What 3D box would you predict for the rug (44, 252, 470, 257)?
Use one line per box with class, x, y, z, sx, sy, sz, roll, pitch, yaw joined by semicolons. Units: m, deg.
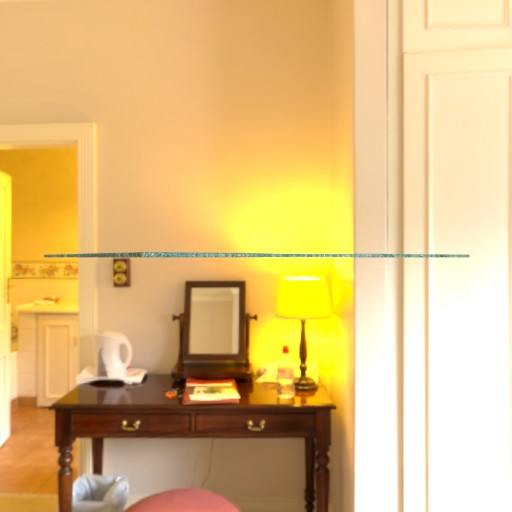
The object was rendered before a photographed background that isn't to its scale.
rug;0.000;0.000;4.176;3.217;0.027;2.405;0;0;-36
